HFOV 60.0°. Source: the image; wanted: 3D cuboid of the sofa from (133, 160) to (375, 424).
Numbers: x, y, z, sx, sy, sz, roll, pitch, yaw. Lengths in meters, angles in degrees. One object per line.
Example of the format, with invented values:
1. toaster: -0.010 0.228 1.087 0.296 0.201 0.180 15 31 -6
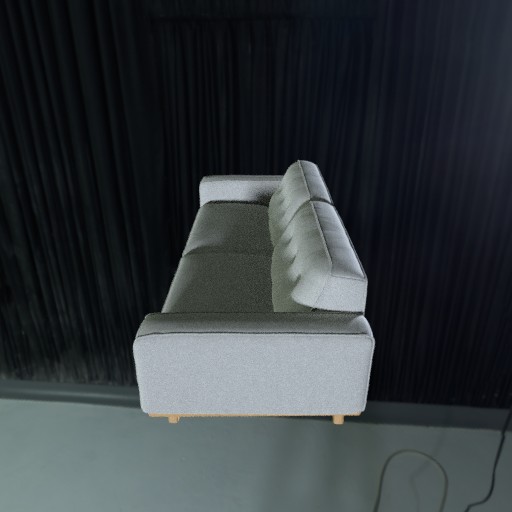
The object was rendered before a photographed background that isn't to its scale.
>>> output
1. sofa: 0.000 0.000 2.780 0.956 0.781 2.270 0 26 1
